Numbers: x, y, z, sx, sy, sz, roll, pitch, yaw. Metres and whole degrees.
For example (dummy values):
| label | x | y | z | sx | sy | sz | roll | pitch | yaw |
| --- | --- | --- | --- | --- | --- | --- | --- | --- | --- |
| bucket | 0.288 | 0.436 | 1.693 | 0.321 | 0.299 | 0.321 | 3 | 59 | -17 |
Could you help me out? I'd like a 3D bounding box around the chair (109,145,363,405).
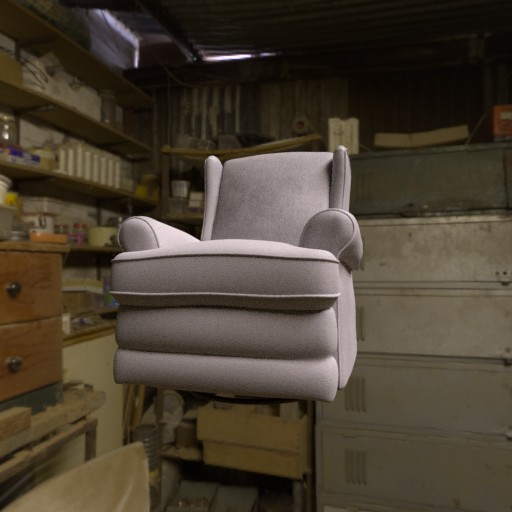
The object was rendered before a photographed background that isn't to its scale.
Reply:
| label | x | y | z | sx | sy | sz | roll | pitch | yaw |
| --- | --- | --- | --- | --- | --- | --- | --- | --- | --- |
| chair | 0.000 | 0.000 | 1.766 | 0.847 | 1.011 | 0.969 | -1 | -2 | 17 |
